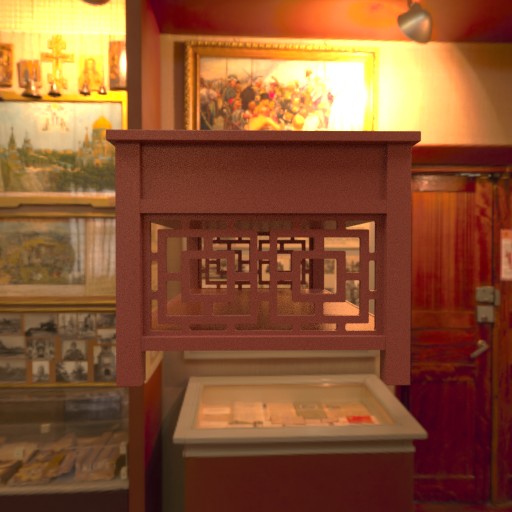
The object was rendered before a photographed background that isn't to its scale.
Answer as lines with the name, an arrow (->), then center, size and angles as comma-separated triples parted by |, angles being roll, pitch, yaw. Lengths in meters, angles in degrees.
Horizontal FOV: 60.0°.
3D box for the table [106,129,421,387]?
table -> 0.000, 0.000, 1.378 | 0.612, 0.493, 1.068 | 0, 1, -1
